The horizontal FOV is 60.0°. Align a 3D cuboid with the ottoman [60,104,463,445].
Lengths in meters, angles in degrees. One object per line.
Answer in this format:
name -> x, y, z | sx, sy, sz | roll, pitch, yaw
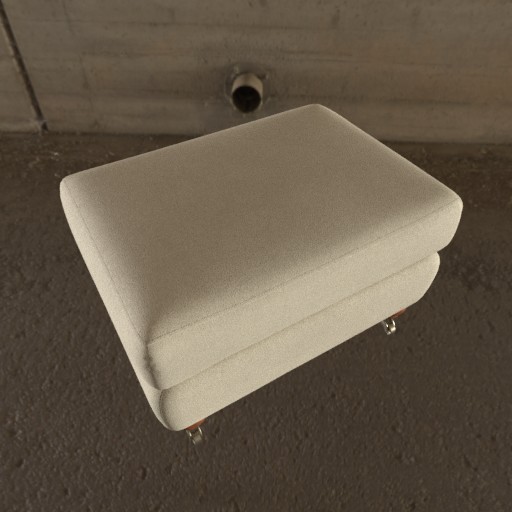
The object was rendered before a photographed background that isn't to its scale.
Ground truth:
ottoman -> 0.000, 0.000, 1.134 | 0.773, 0.499, 0.569 | -23, 49, -21
